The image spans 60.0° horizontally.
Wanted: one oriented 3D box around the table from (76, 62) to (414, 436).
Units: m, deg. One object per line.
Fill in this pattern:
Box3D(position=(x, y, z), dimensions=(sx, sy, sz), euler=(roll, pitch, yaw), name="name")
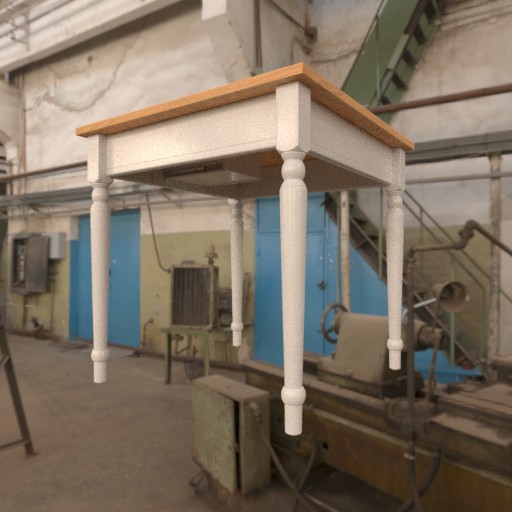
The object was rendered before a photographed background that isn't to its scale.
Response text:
Box3D(position=(0.000, 0.000, 1.366), dimensions=(0.747, 0.738, 0.747), euler=(0, 0, 35), name="table")
